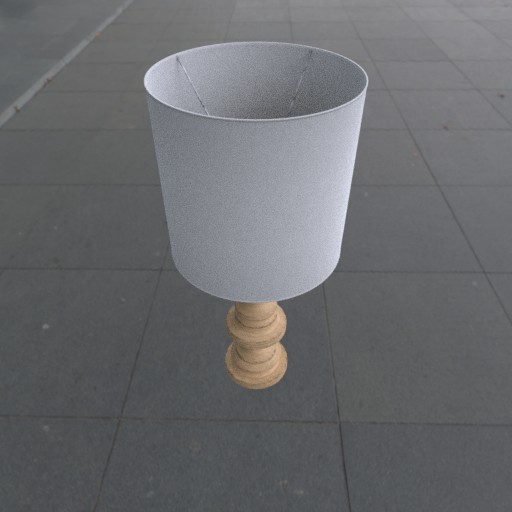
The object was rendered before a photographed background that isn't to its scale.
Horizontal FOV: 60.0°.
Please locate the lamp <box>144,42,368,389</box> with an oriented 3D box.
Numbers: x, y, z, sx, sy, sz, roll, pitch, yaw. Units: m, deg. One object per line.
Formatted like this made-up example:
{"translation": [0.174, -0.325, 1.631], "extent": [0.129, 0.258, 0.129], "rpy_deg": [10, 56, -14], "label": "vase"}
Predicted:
{"translation": [0.000, 0.000, 0.567], "extent": [0.208, 0.455, 0.208], "rpy_deg": [11, 42, 12], "label": "lamp"}
